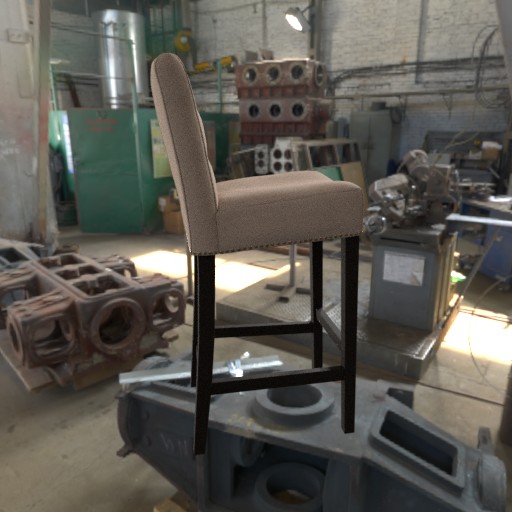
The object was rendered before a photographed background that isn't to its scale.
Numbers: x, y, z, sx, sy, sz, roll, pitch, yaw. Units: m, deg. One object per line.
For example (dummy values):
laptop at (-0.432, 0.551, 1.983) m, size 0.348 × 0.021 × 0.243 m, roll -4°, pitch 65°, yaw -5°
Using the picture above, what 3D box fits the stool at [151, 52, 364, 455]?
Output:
stool at (0.000, 0.000, 1.316) m, size 0.548 × 1.047 × 0.411 m, roll -3°, pitch 17°, yaw -10°
